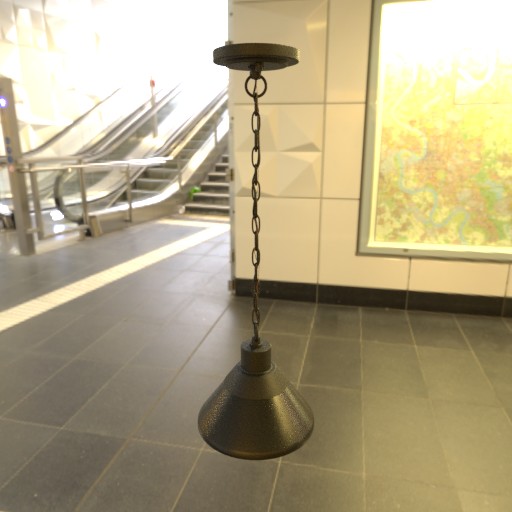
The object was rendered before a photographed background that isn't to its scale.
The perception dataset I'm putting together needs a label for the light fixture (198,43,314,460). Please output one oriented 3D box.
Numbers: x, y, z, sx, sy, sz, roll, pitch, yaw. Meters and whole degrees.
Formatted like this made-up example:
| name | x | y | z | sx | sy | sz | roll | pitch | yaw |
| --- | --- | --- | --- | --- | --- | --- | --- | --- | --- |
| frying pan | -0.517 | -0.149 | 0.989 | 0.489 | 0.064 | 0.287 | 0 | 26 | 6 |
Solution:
| name | x | y | z | sx | sy | sz | roll | pitch | yaw |
| --- | --- | --- | --- | --- | --- | --- | --- | --- | --- |
| light fixture | 0.000 | 0.000 | 0.692 | 0.201 | 0.588 | 0.201 | -2 | 15 | -7 |
